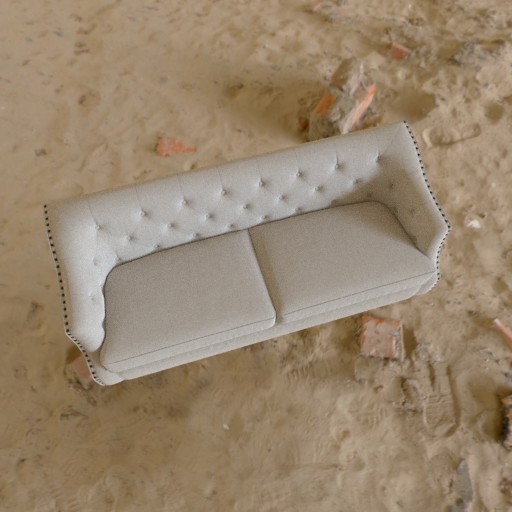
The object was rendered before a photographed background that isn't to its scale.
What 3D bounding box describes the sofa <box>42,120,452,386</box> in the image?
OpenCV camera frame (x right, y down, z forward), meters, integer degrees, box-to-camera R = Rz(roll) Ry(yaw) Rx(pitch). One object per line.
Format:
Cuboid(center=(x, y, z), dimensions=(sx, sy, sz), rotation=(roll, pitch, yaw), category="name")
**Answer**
Cuboid(center=(0.000, 0.000, 2.778), dimensions=(2.235, 0.901, 0.914), rotation=(-15, 64, -8), category="sofa")
